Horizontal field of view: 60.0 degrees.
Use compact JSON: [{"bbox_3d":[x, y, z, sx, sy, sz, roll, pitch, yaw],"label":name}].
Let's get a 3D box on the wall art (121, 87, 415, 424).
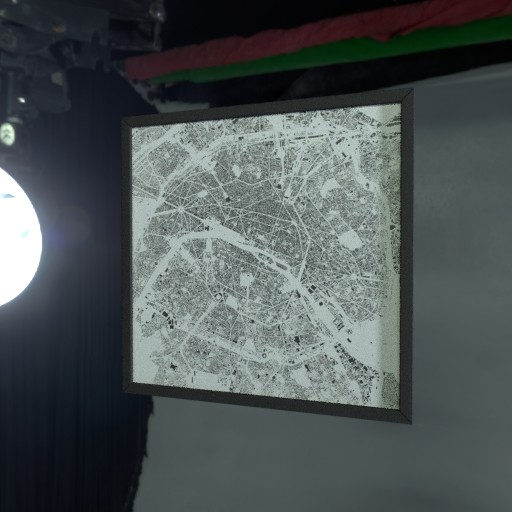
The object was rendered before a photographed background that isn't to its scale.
[{"bbox_3d":[0.000,0.000,0.759,0.508,0.508,0.037,0,1,17],"label":"wall art"}]
